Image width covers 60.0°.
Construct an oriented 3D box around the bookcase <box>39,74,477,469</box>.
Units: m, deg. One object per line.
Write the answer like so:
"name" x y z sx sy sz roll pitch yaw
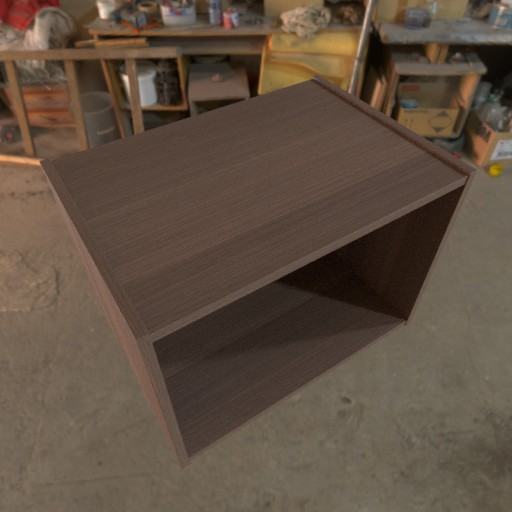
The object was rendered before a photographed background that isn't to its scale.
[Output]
"bookcase" 0.000 0.000 0.622 0.415 0.305 0.290 -25 52 -22
